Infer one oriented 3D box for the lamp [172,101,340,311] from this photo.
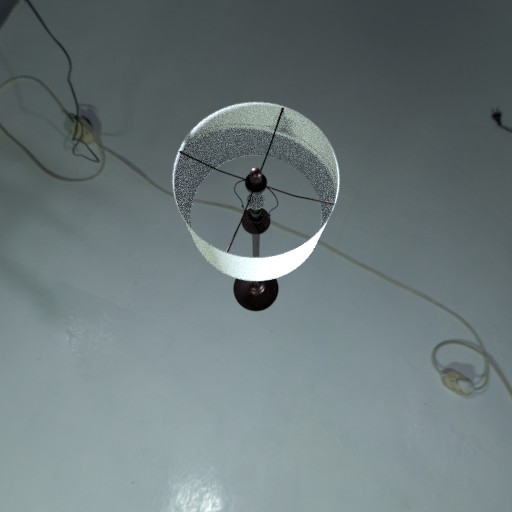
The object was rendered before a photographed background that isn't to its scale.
[{"bbox_3d":[0.000,0.000,1.637,0.356,1.487,0.356,19,77,5],"label":"lamp"}]
